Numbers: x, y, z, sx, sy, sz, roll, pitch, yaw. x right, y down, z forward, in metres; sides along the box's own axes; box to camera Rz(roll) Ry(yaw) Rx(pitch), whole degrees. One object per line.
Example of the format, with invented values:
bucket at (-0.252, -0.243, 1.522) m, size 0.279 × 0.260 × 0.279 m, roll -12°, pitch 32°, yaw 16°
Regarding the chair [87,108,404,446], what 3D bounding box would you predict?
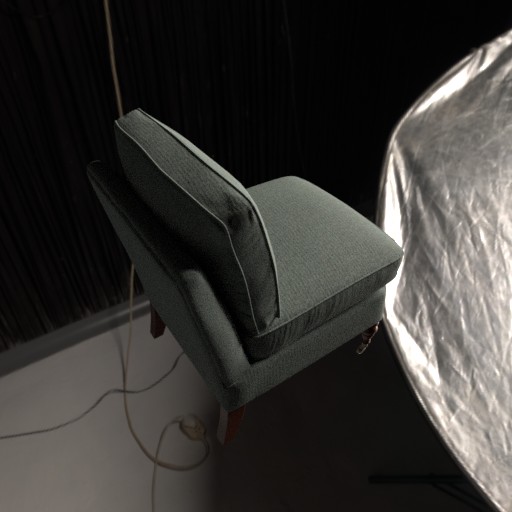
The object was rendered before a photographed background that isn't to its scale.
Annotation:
chair at (0.000, 0.000, 1.460) m, size 0.796 × 0.901 × 0.624 m, roll -24°, pitch 46°, yaw -25°
